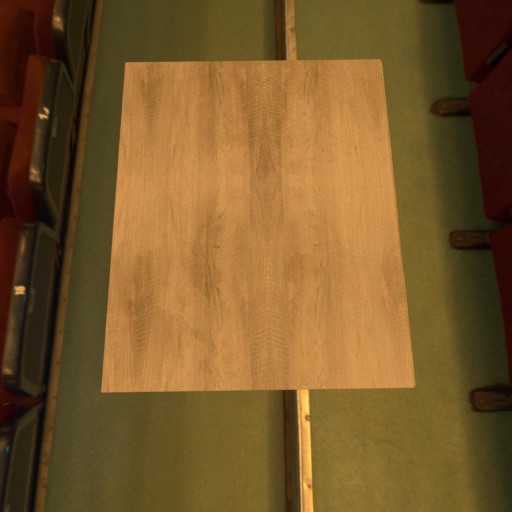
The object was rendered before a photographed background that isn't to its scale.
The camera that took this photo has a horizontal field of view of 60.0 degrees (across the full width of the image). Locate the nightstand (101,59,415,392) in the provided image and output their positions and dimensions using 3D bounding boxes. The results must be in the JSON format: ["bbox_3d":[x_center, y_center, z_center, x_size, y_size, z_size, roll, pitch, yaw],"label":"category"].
[{"bbox_3d":[0.000,0.000,0.759,0.347,0.448,0.427,-1,75,0],"label":"nightstand"}]
